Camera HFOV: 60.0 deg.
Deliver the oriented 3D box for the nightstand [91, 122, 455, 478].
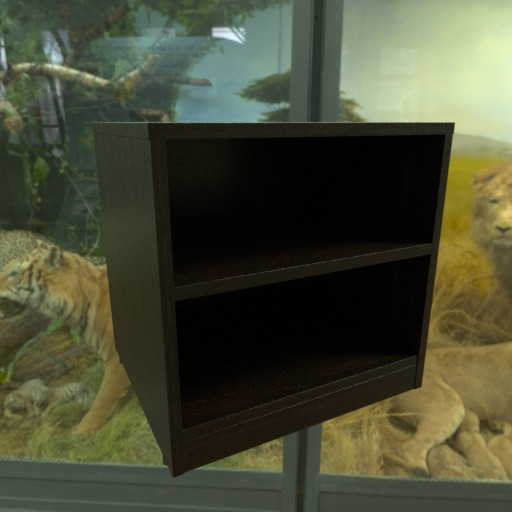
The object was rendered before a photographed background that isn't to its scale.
[{"bbox_3d":[0.000,0.000,0.844,0.489,0.487,0.427,-9,19,-26],"label":"nightstand"}]
